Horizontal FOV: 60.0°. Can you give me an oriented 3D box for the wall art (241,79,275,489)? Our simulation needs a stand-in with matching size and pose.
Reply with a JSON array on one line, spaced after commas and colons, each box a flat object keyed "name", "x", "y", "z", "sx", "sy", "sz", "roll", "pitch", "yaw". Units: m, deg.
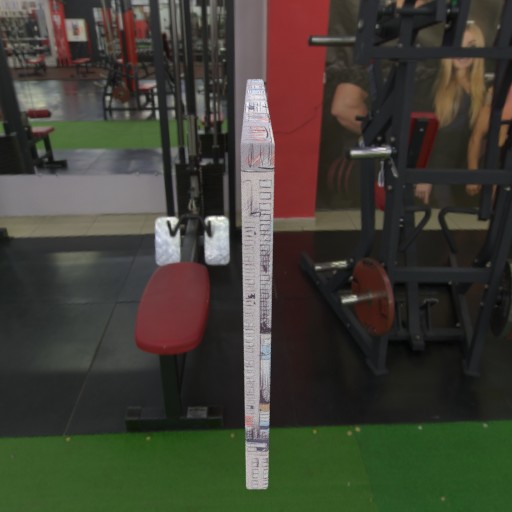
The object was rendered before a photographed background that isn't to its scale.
[{"name": "wall art", "x": 0.000, "y": 0.000, "z": 1.132, "sx": 0.048, "sy": 0.762, "sz": 0.761, "roll": 0, "pitch": 28, "yaw": 0}]
